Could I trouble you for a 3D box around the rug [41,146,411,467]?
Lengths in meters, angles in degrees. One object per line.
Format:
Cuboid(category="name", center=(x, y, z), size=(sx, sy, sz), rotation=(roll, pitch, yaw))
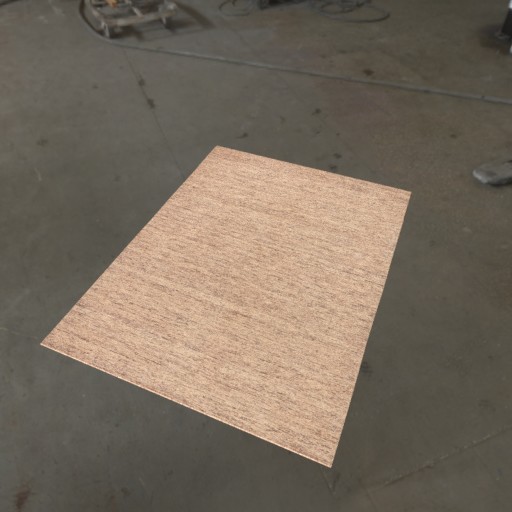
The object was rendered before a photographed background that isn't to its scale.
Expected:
Cuboid(category="rug", center=(0.000, 0.000, 4.294), size=(2.448, 0.013, 3.205), rotation=(17, 48, 16))
